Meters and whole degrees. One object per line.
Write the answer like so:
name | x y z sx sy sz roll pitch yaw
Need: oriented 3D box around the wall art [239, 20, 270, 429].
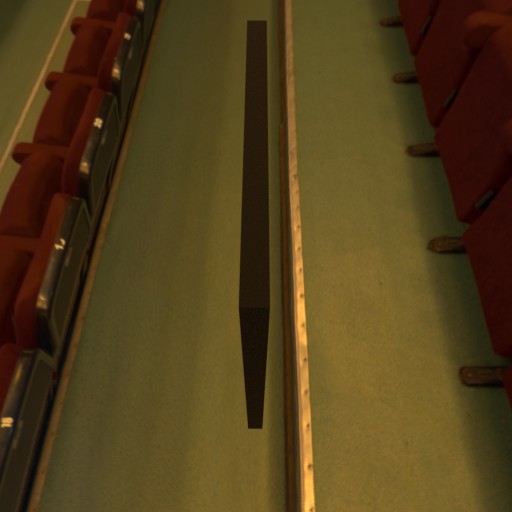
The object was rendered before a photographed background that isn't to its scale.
wall art | 0.000 0.000 0.759 0.029 0.559 0.457 0 58 0
